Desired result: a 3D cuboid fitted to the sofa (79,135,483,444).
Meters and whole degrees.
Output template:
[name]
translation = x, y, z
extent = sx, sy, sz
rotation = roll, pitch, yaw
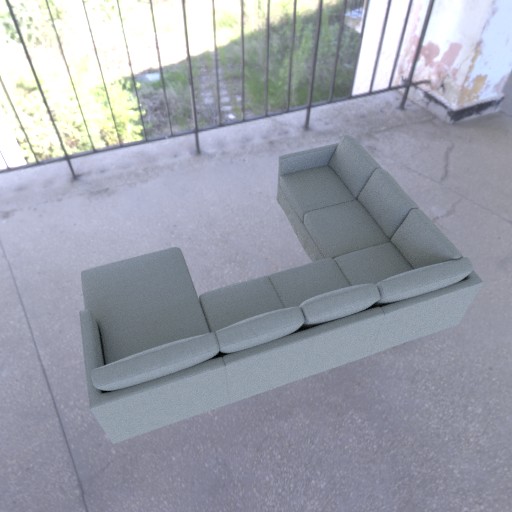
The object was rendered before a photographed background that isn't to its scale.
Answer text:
[sofa]
translation = 0.000, 0.000, 4.496
extent = 3.460, 0.882, 2.427
rotation = -15, 49, -13
